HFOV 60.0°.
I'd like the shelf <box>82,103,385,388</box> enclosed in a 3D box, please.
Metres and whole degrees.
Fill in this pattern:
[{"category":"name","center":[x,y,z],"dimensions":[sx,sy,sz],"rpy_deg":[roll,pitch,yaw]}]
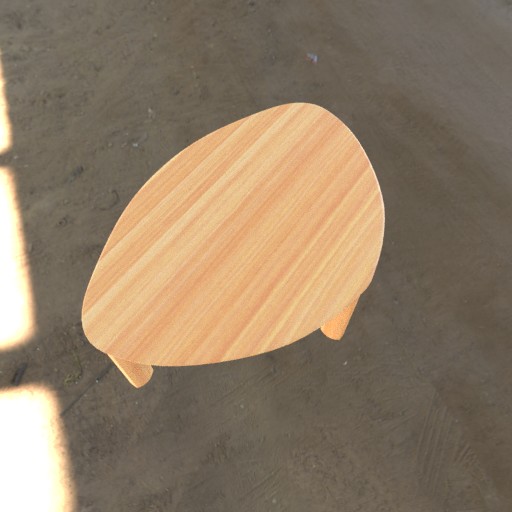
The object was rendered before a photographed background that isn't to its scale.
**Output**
[{"category":"shelf","center":[0.000,0.000,1.672],"dimensions":[0.845,0.440,1.246],"rpy_deg":[31,63,18]}]
